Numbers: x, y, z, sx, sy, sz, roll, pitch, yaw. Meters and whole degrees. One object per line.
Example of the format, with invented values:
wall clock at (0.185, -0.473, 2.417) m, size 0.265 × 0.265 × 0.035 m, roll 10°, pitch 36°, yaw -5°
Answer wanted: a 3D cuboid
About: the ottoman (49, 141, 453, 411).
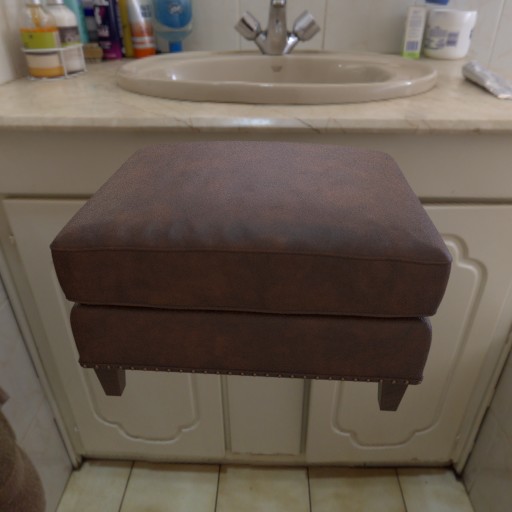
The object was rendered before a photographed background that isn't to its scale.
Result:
ottoman at (0.000, 0.000, 1.115) m, size 0.742 × 0.486 × 0.586 m, roll 2°, pitch 31°, yaw 3°
